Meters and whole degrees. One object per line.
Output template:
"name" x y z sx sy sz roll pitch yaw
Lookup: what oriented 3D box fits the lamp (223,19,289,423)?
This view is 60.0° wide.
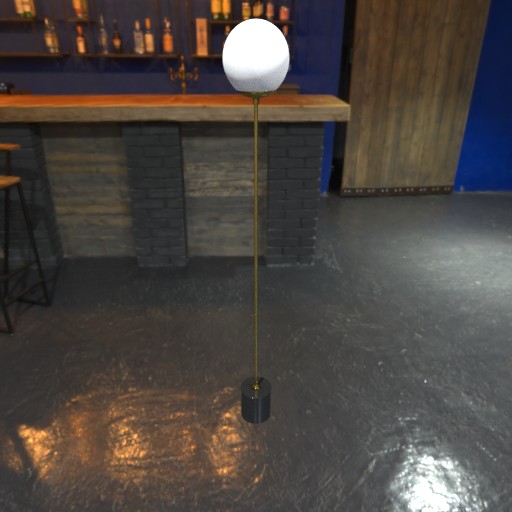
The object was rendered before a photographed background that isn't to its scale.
"lamp" 0.000 0.000 1.853 0.229 1.748 0.229 0 26 0
